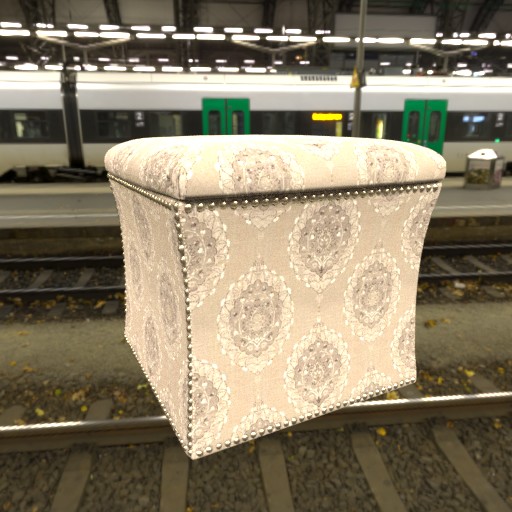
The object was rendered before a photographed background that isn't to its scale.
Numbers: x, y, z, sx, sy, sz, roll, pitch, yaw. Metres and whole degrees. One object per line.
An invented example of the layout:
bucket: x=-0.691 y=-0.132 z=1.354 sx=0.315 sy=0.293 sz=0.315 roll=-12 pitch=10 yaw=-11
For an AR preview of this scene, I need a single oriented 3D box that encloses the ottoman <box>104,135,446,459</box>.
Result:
ottoman: x=0.000 y=0.000 z=0.898 sx=0.497 sy=0.473 sz=0.507 roll=-8 pitch=18 yaw=-26
